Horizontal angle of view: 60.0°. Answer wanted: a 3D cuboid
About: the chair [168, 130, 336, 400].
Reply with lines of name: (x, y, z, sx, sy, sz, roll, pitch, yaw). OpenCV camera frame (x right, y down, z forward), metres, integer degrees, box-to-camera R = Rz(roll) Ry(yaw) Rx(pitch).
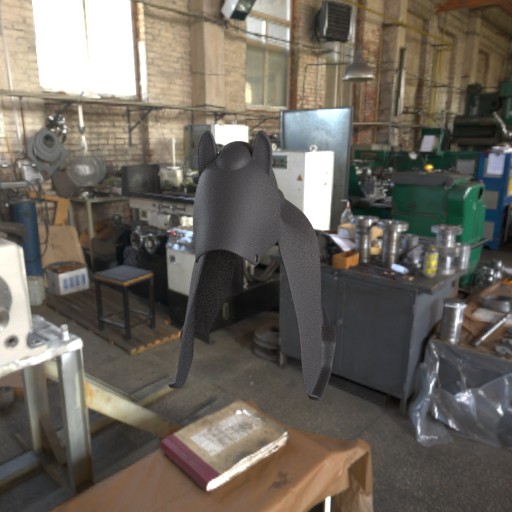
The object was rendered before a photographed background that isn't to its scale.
chair: (0.000, 0.000, 1.153, 0.429, 0.612, 0.800, 2, 14, 8)
